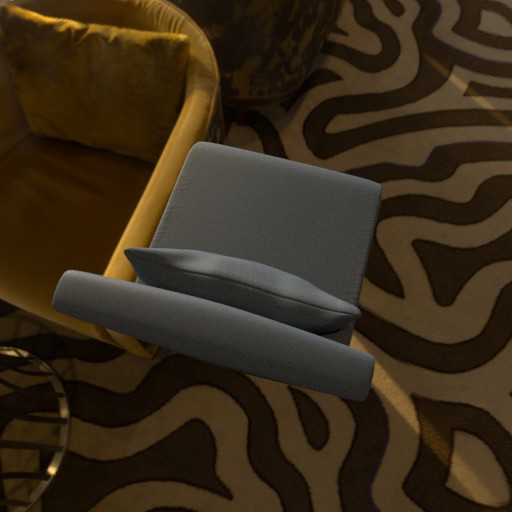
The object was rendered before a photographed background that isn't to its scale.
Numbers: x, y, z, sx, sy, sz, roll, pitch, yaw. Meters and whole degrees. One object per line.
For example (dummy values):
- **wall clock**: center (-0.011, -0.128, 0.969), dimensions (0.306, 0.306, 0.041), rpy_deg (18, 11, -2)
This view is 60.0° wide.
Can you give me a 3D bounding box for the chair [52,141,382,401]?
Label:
- **chair**: center (0.000, 0.000, 1.520), dimensions (0.770, 0.808, 0.900), rpy_deg (15, 65, 7)
